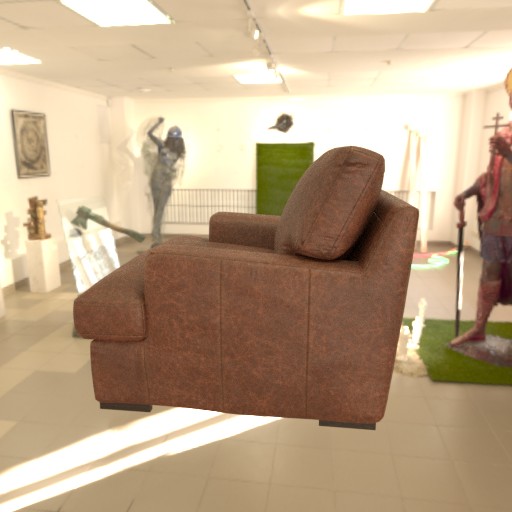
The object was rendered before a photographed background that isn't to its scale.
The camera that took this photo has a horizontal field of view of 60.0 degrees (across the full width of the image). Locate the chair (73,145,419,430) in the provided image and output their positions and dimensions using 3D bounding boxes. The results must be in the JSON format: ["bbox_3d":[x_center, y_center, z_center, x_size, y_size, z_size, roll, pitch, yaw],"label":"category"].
[{"bbox_3d":[0.000,0.000,1.969,1.143,0.939,1.168,2,13,7],"label":"chair"}]
